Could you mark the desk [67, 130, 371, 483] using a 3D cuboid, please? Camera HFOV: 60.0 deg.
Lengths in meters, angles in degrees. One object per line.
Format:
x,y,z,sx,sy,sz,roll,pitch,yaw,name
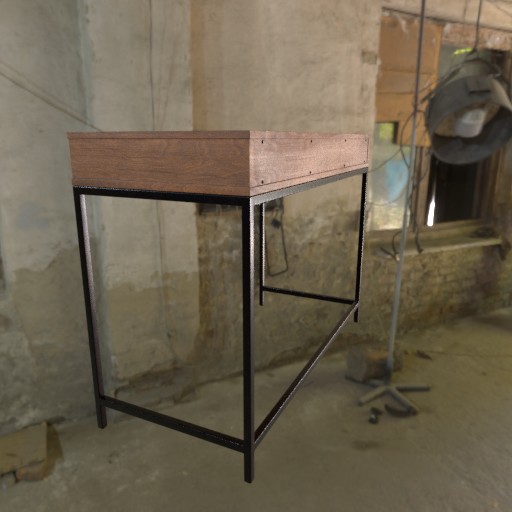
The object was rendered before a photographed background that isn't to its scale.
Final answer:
0.000,0.000,1.431,0.470,0.762,1.016,7,16,25,desk
